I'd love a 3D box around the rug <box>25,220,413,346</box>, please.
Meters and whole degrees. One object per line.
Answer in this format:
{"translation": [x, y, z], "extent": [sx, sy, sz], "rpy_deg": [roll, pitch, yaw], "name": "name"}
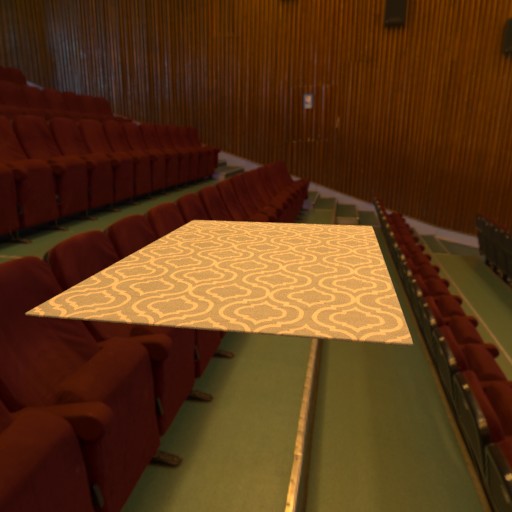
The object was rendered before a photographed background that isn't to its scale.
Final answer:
{"translation": [0.000, 0.000, 2.586], "extent": [1.451, 0.010, 2.080], "rpy_deg": [3, 15, 10], "name": "rug"}
